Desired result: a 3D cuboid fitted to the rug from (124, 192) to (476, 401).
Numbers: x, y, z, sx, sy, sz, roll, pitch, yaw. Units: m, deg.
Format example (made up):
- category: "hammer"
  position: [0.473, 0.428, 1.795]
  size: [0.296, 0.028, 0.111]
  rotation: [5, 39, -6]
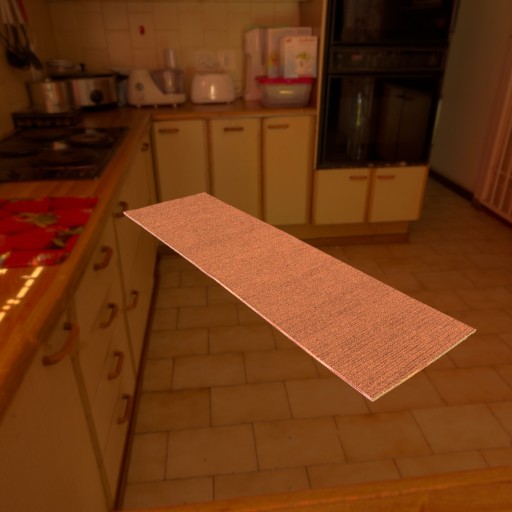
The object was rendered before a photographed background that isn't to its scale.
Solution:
- category: "rug"
  position: [0.000, 0.000, 2.589]
  size: [0.692, 0.032, 2.320]
  rotation: [-19, 33, -32]
